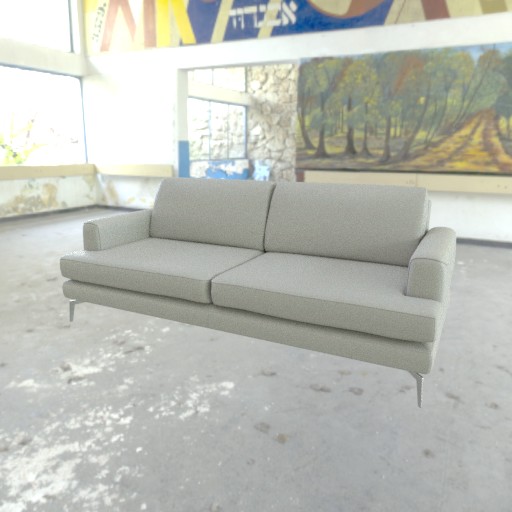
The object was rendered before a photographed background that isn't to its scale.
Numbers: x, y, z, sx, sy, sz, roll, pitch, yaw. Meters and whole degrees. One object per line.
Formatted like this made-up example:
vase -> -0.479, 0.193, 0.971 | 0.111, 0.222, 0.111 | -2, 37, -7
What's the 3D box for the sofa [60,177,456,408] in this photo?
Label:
sofa -> 0.000, 0.000, 2.394 | 1.940, 0.765, 0.974 | 7, 16, 26
